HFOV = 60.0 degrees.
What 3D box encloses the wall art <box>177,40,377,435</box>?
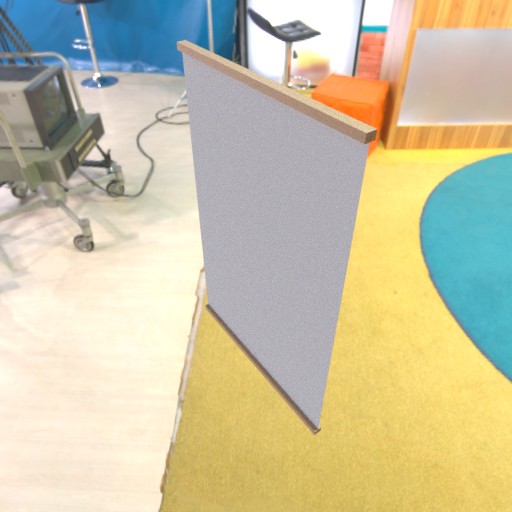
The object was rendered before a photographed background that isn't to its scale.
[{"bbox_3d":[0.000,0.000,0.771,0.016,0.611,0.401,-25,47,-26],"label":"wall art"}]
